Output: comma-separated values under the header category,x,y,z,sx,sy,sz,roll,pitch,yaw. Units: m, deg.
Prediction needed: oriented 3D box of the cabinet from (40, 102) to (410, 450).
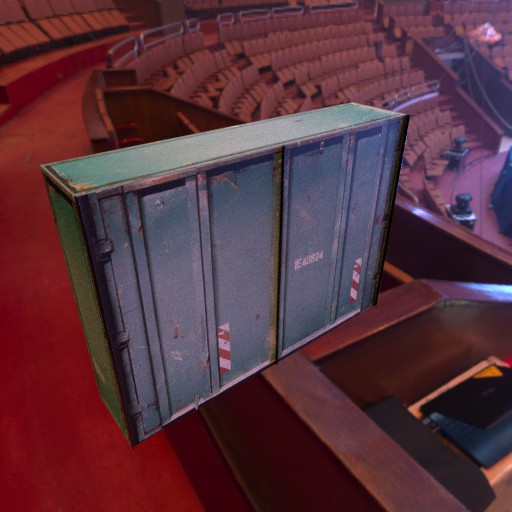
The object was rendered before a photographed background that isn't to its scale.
category,x,y,z,sx,sy,sz,roll,pitch,yaw
cabinet,0.000,0.000,3.972,3.001,2.160,0.680,-22,37,-32
